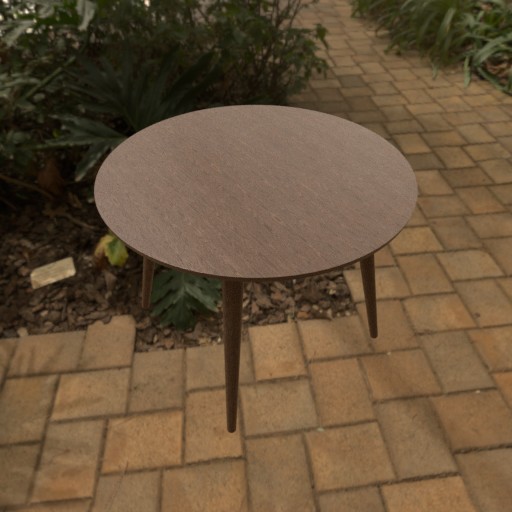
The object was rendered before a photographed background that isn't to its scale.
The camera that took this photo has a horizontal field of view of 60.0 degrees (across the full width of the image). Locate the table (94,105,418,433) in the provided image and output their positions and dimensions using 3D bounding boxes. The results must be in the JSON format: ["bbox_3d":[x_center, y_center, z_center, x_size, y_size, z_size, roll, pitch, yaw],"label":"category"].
[{"bbox_3d":[0.000,0.000,1.754,1.053,0.786,1.053,0,41,0],"label":"table"}]
